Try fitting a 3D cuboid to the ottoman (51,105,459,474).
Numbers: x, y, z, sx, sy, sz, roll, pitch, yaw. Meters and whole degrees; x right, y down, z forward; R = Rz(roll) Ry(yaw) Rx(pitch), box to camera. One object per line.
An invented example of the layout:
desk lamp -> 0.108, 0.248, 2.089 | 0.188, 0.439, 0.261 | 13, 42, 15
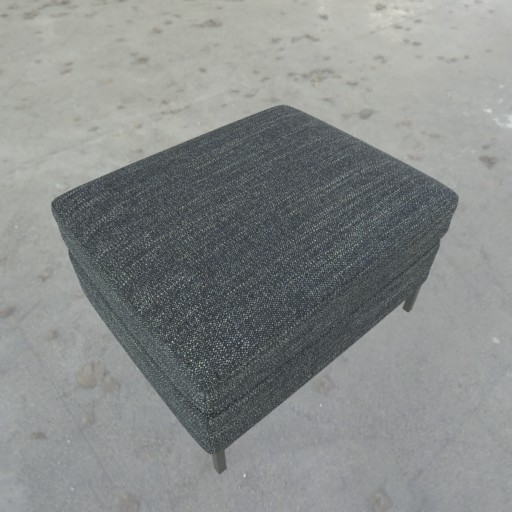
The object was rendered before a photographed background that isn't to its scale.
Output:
ottoman -> 0.000, 0.000, 1.217 | 0.814, 0.491, 0.667 | -31, 53, -27
